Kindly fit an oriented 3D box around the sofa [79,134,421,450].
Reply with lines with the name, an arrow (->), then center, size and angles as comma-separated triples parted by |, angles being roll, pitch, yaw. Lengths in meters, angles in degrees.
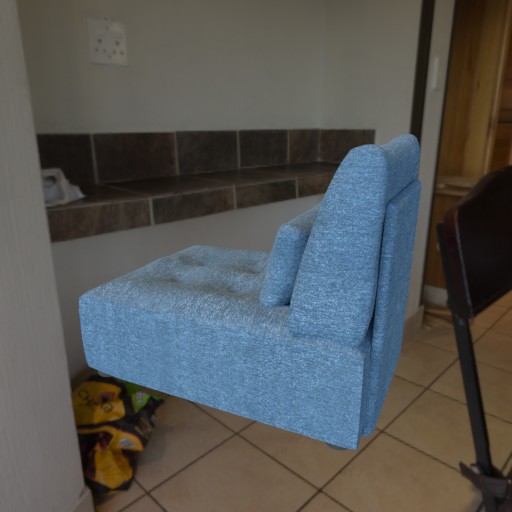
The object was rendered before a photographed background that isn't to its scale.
sofa -> 0.000, 0.000, 1.554 | 1.000, 0.820, 0.700 | 8, 18, 24
